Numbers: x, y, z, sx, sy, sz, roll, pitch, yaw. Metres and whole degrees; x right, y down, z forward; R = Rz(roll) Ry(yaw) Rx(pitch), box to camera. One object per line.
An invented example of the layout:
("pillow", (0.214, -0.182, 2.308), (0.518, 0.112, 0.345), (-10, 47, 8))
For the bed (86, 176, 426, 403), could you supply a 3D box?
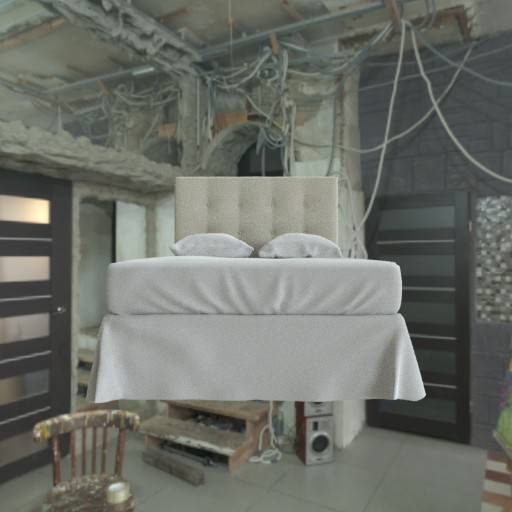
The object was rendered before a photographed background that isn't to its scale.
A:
("bed", (0.000, 0.000, 3.427), (1.936, 1.577, 2.222), (0, 0, 0))
